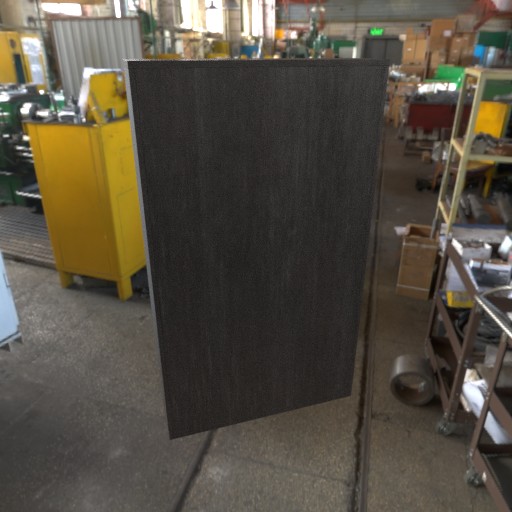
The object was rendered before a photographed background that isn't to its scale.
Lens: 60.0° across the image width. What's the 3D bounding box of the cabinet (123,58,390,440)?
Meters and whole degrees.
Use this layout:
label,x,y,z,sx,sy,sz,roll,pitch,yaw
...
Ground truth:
label,x,y,z,sx,sy,sz,roll,pitch,yaw
cabinet,0.000,0.000,1.576,0.750,1.280,0.250,-8,26,-16
